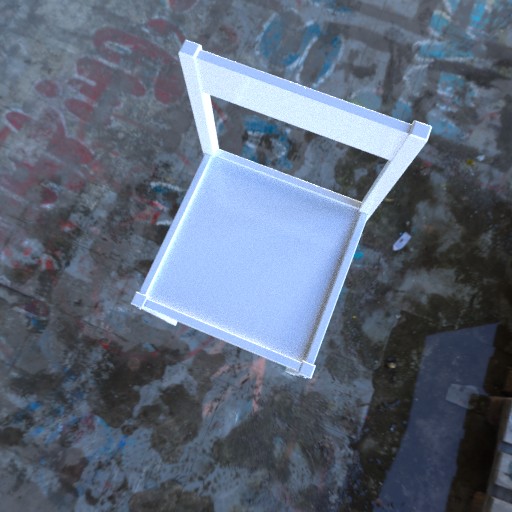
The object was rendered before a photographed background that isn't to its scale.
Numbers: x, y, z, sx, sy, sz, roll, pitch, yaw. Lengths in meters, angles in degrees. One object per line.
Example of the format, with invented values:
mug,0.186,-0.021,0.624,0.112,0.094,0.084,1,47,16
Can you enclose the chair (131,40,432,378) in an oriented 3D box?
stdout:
chair,0.000,0.000,0.688,0.285,0.505,0.285,22,77,5
